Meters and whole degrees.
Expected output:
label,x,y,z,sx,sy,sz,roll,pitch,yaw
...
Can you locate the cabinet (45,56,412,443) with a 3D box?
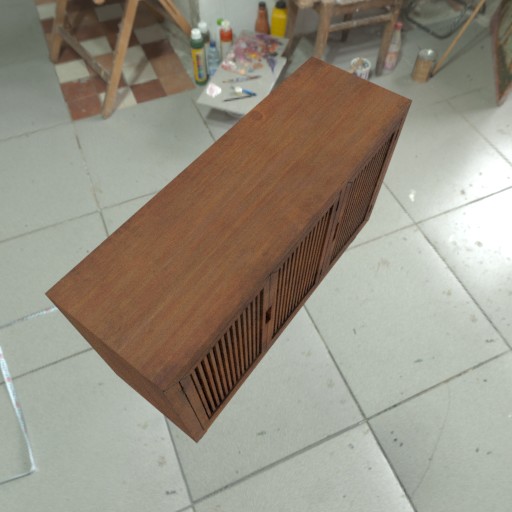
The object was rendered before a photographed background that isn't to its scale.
label,x,y,z,sx,sy,sz,roll,pitch,yaw
cabinet,0.000,0.000,1.628,0.403,0.805,1.204,33,64,19
